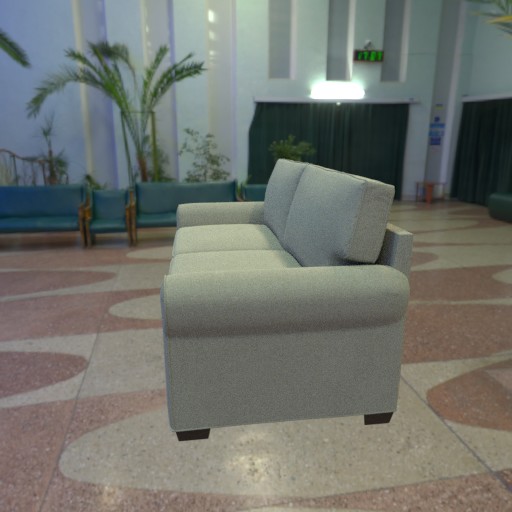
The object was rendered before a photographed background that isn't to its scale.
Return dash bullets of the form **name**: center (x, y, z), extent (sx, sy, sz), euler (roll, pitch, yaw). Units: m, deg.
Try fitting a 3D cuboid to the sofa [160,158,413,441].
- **sofa**: center (0.000, 0.000, 2.284), extent (0.861, 0.933, 1.774), euler (-2, 15, -8)
